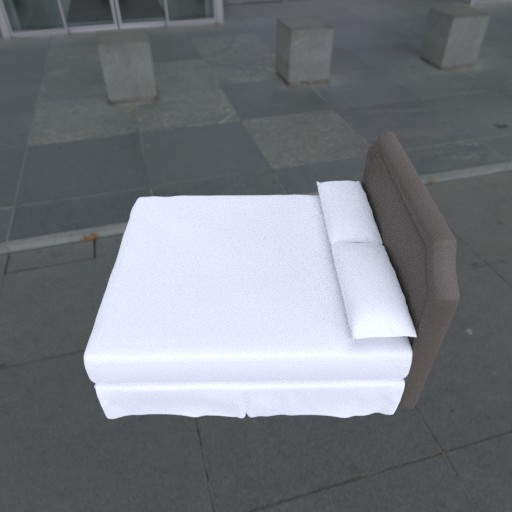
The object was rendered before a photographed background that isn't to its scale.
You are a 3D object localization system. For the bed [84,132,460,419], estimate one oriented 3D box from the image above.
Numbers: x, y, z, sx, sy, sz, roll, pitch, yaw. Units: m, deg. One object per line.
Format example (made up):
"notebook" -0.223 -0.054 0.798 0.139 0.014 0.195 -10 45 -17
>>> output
"bed" 0.000 0.000 3.856 2.536 1.561 2.194 -1 40 -1
